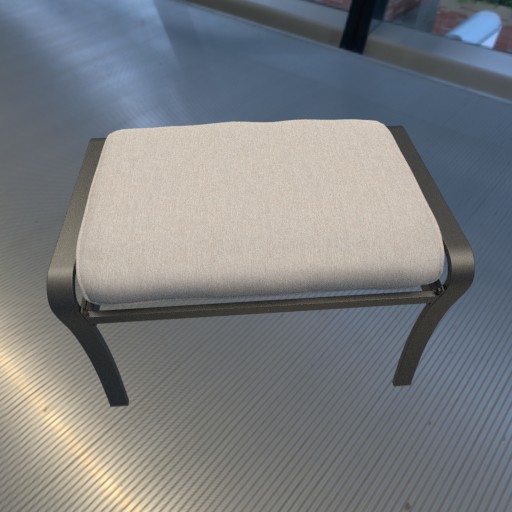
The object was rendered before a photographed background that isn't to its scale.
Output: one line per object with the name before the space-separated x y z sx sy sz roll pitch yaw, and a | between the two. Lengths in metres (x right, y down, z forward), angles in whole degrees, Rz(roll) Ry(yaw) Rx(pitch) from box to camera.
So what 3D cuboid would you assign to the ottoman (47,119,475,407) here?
ottoman | 0.000 0.000 0.873 0.610 0.422 0.406 -3 47 -3
